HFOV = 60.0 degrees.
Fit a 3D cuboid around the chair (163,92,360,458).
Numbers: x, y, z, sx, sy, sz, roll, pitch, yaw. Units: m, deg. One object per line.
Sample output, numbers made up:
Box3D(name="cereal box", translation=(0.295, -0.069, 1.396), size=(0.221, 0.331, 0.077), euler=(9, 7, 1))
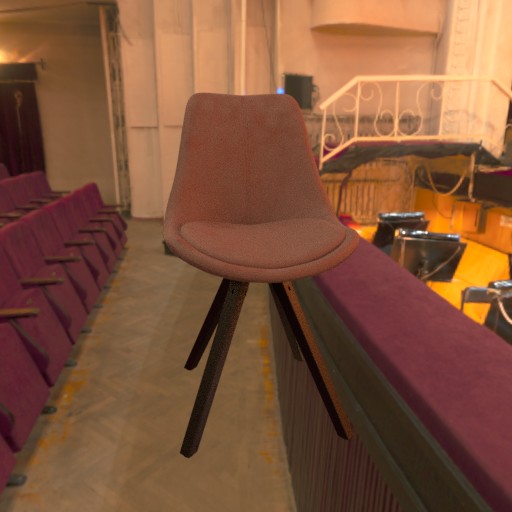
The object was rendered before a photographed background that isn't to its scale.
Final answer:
Box3D(name="chair", translation=(0.000, 0.000, 1.189), size=(0.483, 0.865, 0.547), euler=(-2, 16, -9))
